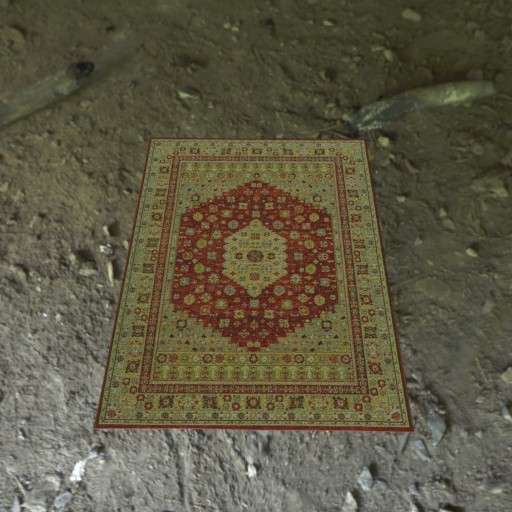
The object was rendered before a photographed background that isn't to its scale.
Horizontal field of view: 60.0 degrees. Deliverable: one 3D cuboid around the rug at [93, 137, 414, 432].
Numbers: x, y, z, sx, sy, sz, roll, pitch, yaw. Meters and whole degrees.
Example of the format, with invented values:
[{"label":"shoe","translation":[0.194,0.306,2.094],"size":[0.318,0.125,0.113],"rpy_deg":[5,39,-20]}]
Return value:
[{"label":"rug","translation":[0.000,0.000,4.092],"size":[2.387,0.013,3.053],"rpy_deg":[1,58,0]}]
